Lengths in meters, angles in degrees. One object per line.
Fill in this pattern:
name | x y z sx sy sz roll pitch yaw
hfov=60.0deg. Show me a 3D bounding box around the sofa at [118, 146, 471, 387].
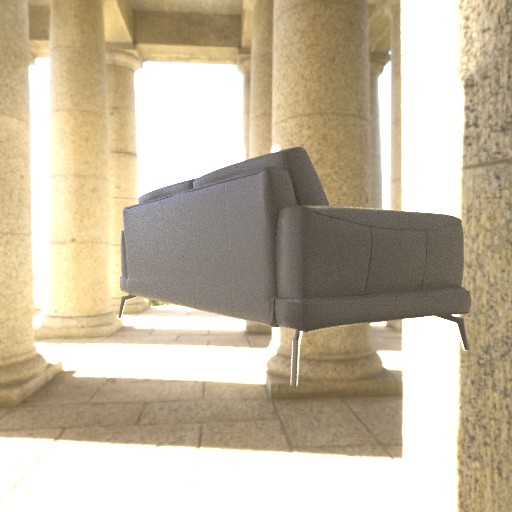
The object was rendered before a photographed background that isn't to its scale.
sofa | 0.000 0.000 2.735 1.121 0.930 2.177 0 0 -34
